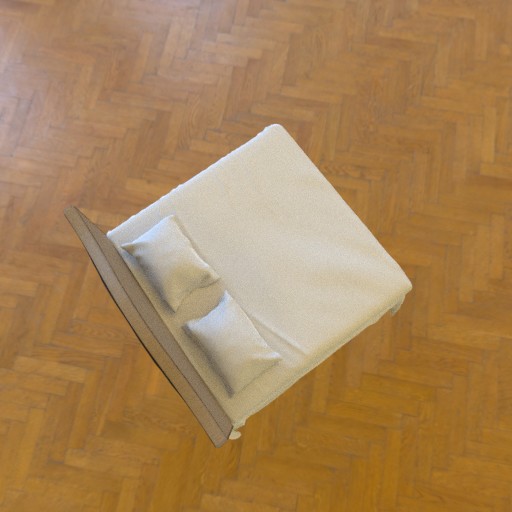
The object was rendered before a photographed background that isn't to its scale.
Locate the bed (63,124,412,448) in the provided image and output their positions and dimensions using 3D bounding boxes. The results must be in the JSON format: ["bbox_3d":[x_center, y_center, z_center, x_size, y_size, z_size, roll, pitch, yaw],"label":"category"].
[{"bbox_3d":[0.000,0.000,3.753,2.222,1.651,2.311,-35,78,-9],"label":"bed"}]
